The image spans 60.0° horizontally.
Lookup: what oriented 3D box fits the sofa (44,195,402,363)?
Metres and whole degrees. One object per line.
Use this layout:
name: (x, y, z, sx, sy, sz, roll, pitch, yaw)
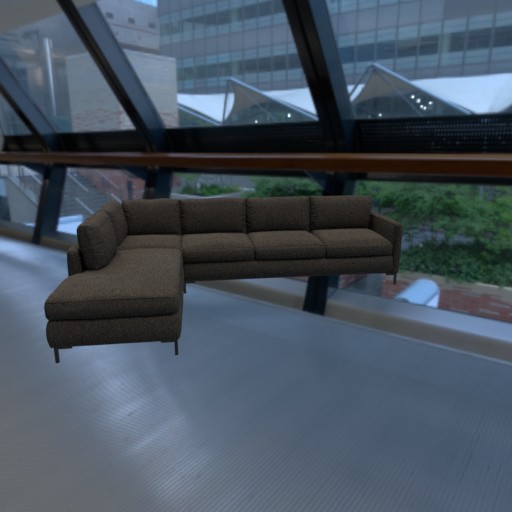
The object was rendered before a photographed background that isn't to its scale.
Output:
sofa: (0.000, 0.000, 3.856, 2.949, 0.815, 2.007, -2, 15, -8)
